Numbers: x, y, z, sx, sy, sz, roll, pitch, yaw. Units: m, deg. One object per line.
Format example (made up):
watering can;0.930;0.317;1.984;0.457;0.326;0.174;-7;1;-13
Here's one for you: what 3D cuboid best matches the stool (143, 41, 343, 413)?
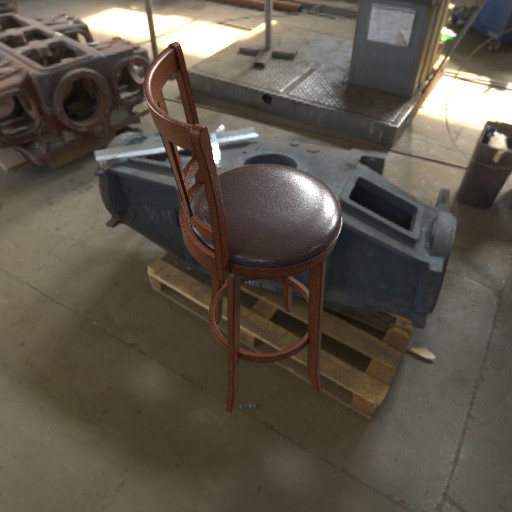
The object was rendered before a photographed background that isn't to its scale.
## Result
stool;0.000;0.000;1.411;0.503;1.177;0.464;-10;46;-9
